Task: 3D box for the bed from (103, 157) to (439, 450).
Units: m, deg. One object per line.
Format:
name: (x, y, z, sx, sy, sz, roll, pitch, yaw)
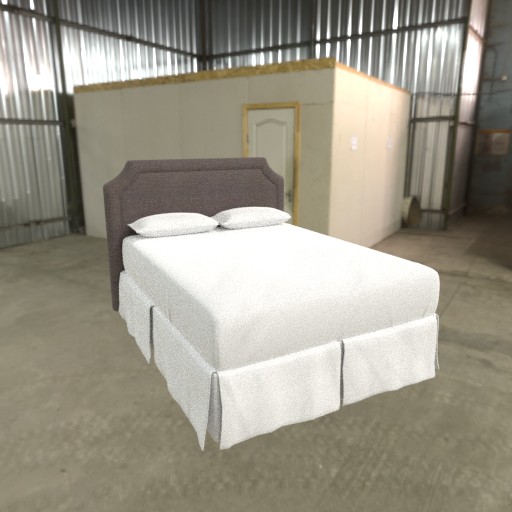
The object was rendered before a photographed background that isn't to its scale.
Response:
bed: (0.000, 0.000, 3.181, 1.693, 1.290, 2.116, -8, 17, -28)
